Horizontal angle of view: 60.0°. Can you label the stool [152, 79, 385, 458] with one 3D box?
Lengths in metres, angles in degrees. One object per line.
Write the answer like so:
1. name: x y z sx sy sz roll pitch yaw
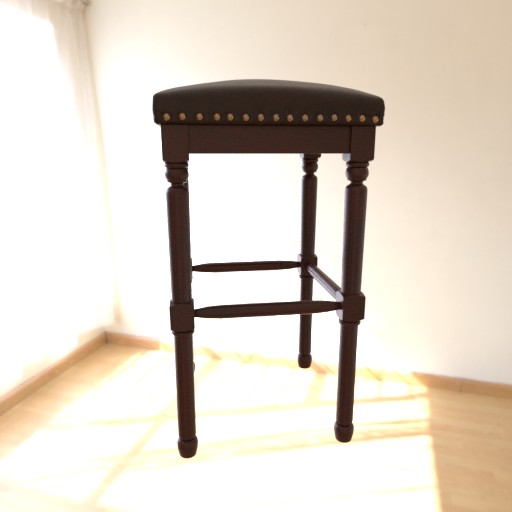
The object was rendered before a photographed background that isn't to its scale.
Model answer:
1. stool: 0.000 0.000 0.955 0.383 0.702 0.382 -2 14 -8
